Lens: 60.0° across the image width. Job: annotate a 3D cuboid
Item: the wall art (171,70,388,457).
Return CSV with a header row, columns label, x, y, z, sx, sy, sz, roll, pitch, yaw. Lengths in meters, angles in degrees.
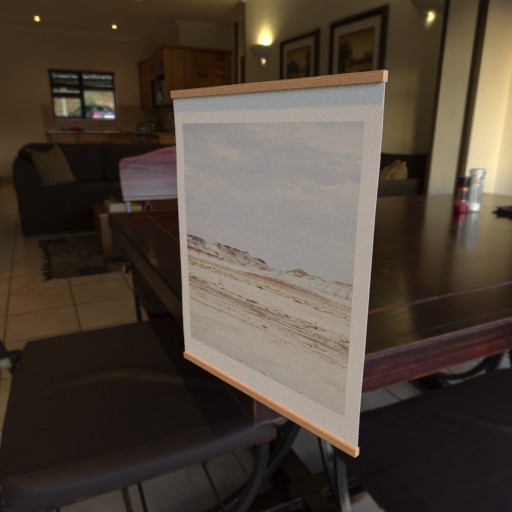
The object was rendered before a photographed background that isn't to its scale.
label,x,y,z,sx,sy,sz,roll,pitch,yaw
wall art,0.000,0.000,0.694,0.010,0.507,0.404,-15,22,-43
